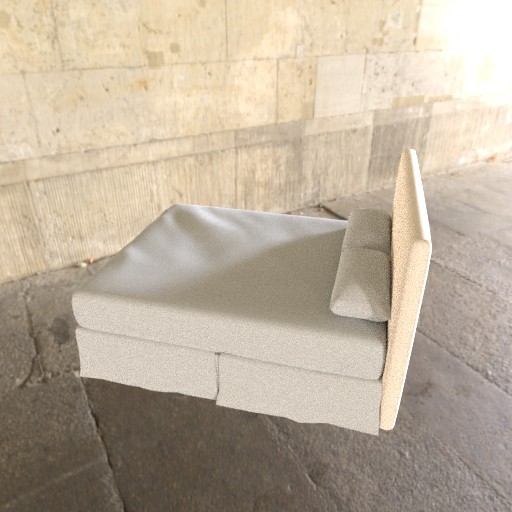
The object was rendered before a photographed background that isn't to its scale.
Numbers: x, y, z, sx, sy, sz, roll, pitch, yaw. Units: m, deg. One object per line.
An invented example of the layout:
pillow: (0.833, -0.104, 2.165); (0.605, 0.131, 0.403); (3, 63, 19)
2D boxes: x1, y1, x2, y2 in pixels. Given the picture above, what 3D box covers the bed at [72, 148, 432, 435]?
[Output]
bed: (0.000, 0.000, 3.269); (2.142, 1.330, 1.748); (7, 29, 13)
